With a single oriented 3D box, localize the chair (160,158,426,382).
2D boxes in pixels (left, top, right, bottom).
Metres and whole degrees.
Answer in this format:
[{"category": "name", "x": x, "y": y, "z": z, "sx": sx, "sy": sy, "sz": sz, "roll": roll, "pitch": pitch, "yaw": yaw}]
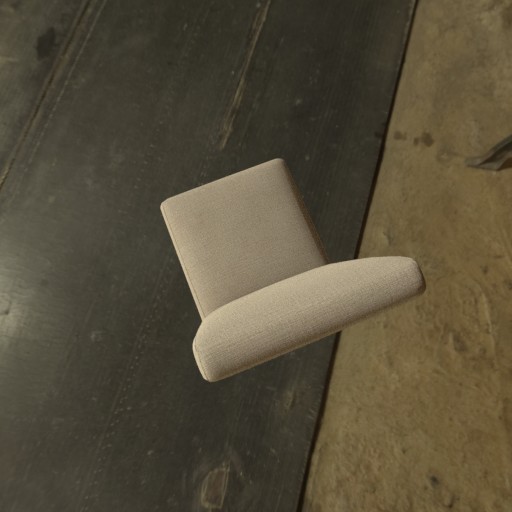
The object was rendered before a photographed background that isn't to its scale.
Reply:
[{"category": "chair", "x": 0.000, "y": 0.000, "z": 1.328, "sx": 0.450, "sy": 1.033, "sz": 0.611, "roll": -21, "pitch": 76, "yaw": -6}]
